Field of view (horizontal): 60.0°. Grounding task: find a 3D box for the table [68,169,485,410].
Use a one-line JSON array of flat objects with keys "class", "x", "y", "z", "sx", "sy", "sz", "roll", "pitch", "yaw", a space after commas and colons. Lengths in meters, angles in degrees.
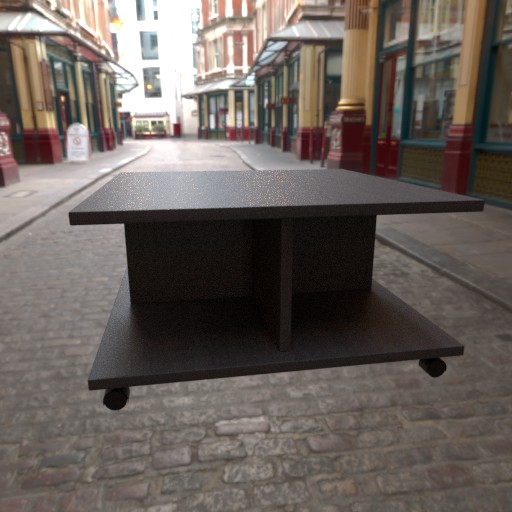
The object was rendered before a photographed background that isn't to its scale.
[{"class": "table", "x": 0.000, "y": 0.000, "z": 1.204, "sx": 0.762, "sy": 0.396, "sz": 0.762, "roll": -3, "pitch": 16, "yaw": -10}]
